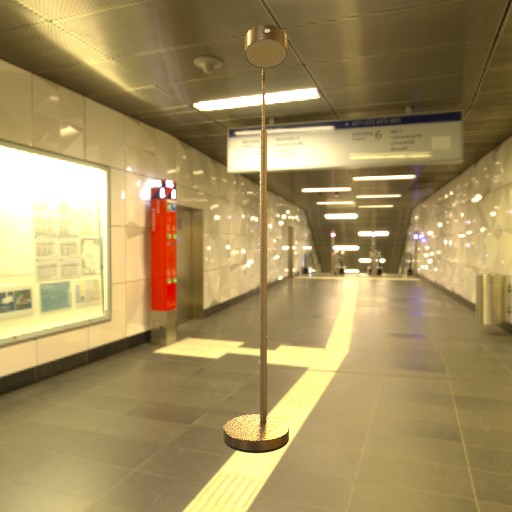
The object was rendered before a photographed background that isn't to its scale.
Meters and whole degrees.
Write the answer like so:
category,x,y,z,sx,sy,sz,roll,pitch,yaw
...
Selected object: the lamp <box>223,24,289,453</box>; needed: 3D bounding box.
category,x,y,z,sx,sy,sz,roll,pitch,yaw
lamp,0.000,0.000,1.375,0.219,1.230,0.418,0,1,1
